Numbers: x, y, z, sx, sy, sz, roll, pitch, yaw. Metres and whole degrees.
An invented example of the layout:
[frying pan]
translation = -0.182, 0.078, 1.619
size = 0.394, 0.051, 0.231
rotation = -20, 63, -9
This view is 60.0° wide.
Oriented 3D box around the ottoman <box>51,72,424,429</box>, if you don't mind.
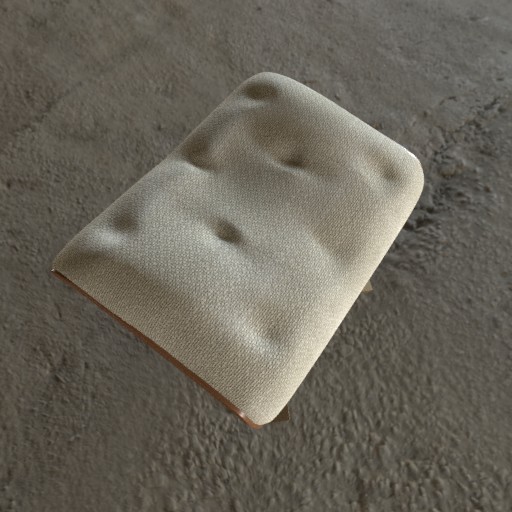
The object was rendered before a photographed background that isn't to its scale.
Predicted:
[ottoman]
translation = 0.000, 0.000, 0.808
size = 0.394, 0.391, 0.520
rotation = 31, 64, 17
